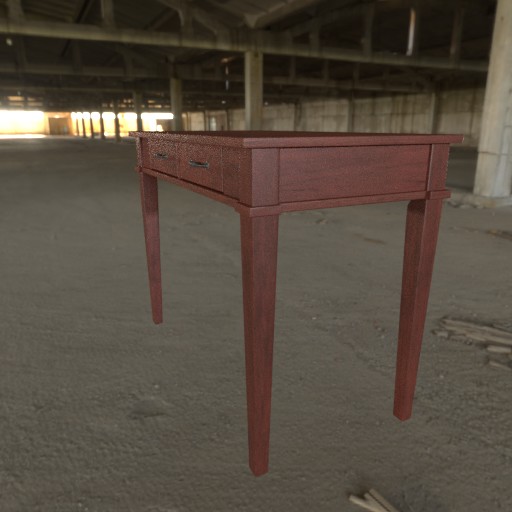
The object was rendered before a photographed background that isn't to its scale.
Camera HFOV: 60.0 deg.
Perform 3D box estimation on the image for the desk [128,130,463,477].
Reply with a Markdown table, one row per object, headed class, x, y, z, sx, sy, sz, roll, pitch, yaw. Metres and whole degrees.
| class | x | y | z | sx | sy | sz | roll | pitch | yaw |
| --- | --- | --- | --- | --- | --- | --- | --- | --- | --- |
| desk | 0.000 | 0.000 | 1.419 | 0.549 | 0.762 | 1.001 | -8 | 18 | -25 |
